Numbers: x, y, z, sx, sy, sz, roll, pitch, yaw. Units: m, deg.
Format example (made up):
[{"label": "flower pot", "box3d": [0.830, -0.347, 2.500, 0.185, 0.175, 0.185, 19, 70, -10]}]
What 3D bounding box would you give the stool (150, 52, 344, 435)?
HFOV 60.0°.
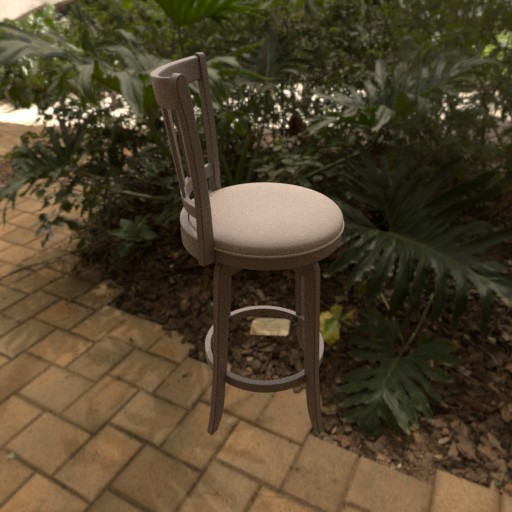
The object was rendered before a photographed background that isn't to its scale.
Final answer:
[{"label": "stool", "box3d": [0.000, 0.000, 1.265, 0.475, 1.023, 0.436, 0, 30, -1]}]
